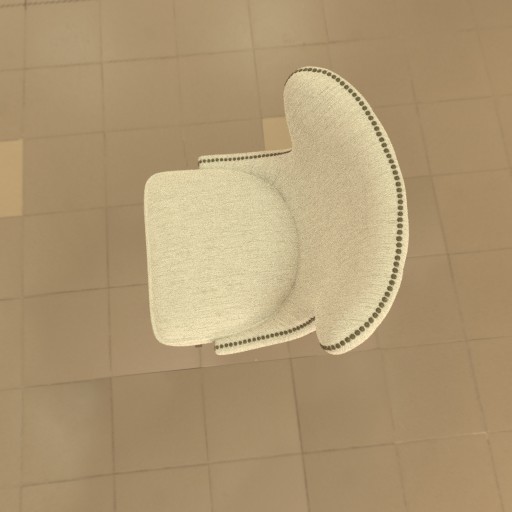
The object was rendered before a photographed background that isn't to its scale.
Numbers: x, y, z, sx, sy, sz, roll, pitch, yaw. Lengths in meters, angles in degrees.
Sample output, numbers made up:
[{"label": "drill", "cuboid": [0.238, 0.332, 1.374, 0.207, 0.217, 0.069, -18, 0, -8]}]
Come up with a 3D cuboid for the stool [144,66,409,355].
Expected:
[{"label": "stool", "cuboid": [0.000, 0.000, 1.323, 0.597, 0.972, 0.615, -6, 77, -1]}]
